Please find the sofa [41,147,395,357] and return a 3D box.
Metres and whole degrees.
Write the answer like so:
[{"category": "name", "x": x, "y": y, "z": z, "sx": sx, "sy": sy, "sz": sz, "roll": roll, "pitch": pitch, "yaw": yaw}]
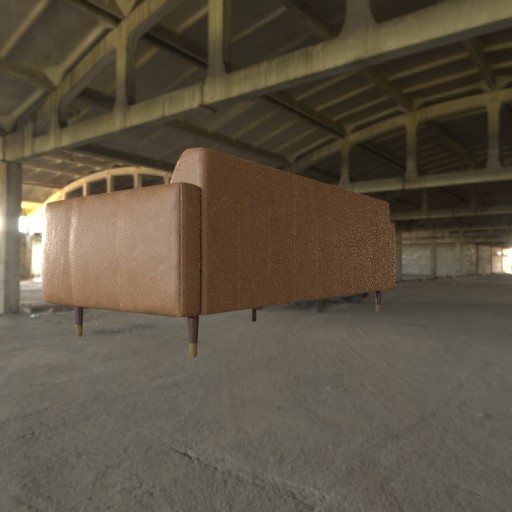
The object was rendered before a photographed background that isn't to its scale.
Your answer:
[{"category": "sofa", "x": 0.000, "y": 0.000, "z": 2.759, "sx": 0.990, "sy": 0.821, "sz": 2.291, "roll": -1, "pitch": -1, "yaw": 37}]
